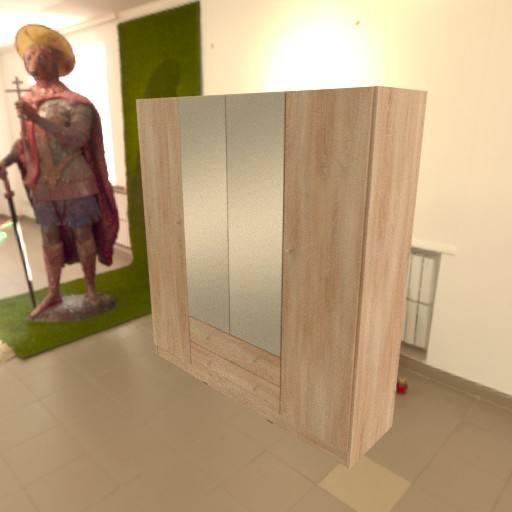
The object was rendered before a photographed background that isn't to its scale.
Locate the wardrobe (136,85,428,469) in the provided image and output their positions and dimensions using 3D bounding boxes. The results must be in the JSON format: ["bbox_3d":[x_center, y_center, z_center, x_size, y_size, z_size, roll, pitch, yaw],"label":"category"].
[{"bbox_3d":[0.000,0.000,3.170,1.998,2.159,0.598,15,23,41],"label":"wardrobe"}]
